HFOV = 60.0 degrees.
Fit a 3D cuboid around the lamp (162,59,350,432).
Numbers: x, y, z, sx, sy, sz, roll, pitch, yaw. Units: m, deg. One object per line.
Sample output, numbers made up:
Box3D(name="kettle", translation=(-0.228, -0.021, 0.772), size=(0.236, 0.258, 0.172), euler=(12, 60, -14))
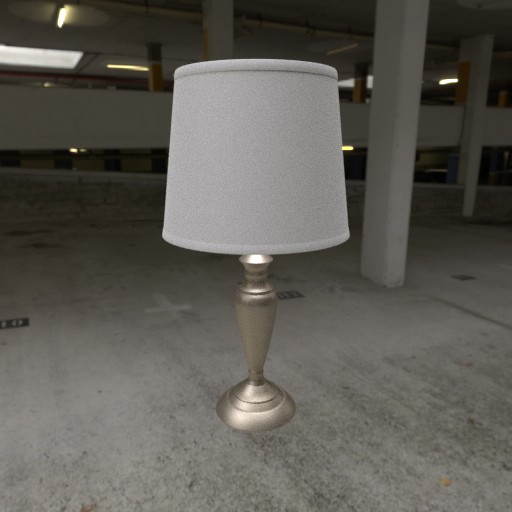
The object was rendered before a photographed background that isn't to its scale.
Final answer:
Box3D(name="lamp", translation=(0.000, 0.000, 0.804), size=(0.328, 0.619, 0.328), euler=(0, 15, 0))
